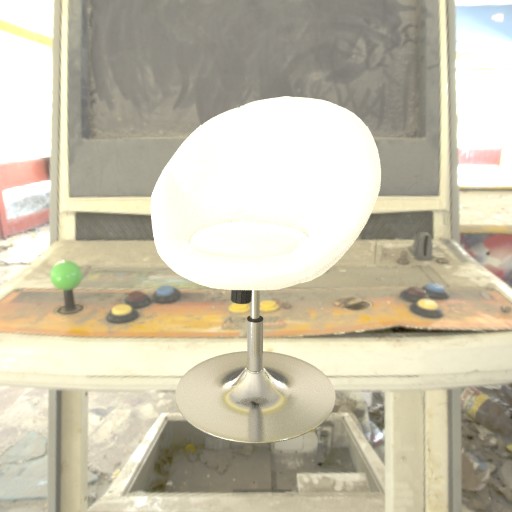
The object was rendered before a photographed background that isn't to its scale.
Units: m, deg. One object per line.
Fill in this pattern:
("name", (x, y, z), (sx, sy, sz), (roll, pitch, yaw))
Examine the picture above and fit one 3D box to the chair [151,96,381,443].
("chair", (0.000, 0.000, 1.814), (0.940, 1.261, 0.736), (8, 18, 25))
